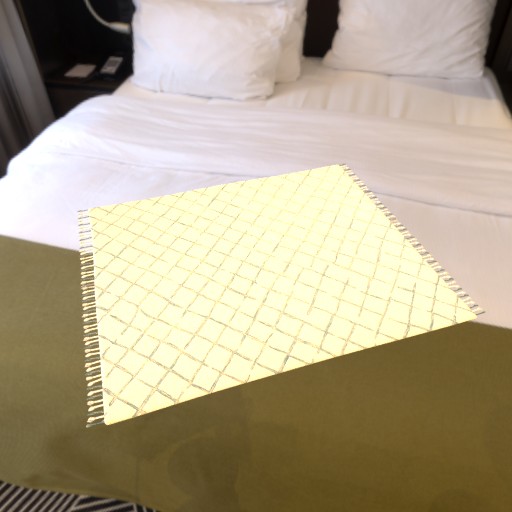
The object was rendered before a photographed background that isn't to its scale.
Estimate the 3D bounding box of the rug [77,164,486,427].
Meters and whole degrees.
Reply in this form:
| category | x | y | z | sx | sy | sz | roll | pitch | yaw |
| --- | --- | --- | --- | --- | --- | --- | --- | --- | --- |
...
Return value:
| category | x | y | z | sx | sy | sz | roll | pitch | yaw |
| --- | --- | --- | --- | --- | --- | --- | --- | --- | --- |
| rug | 0.000 | 0.000 | 4.709 | 3.585 | 0.036 | 2.892 | -12 | 43 | -13 |
